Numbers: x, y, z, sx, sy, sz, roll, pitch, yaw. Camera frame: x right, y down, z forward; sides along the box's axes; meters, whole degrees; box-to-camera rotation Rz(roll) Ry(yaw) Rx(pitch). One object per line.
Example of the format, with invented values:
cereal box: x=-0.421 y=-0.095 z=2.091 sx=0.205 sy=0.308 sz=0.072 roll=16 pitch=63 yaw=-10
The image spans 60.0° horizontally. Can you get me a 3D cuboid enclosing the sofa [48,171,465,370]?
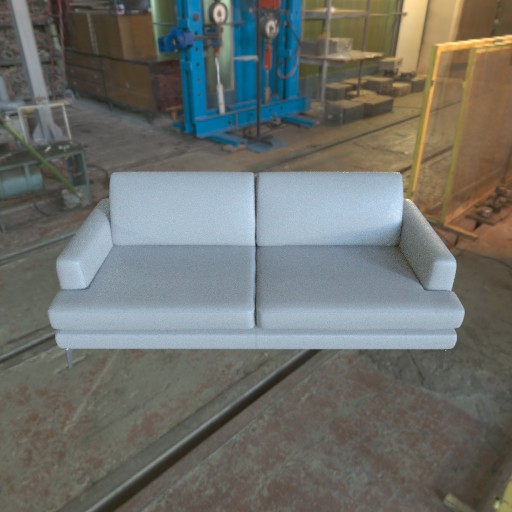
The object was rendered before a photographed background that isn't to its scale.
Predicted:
sofa: x=0.000 y=0.000 z=2.428 sx=1.940 sy=0.765 sz=0.974 roll=0 pitch=31 yaw=0
